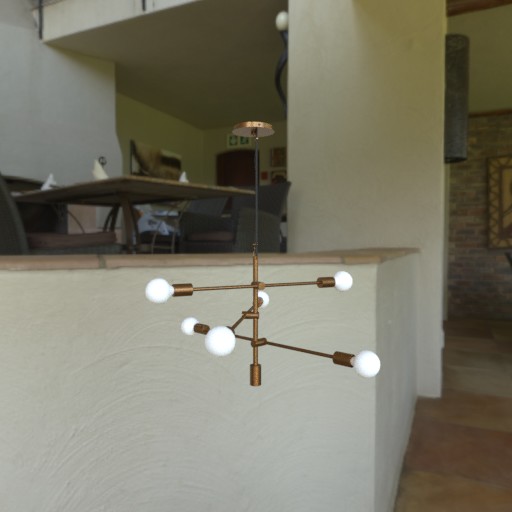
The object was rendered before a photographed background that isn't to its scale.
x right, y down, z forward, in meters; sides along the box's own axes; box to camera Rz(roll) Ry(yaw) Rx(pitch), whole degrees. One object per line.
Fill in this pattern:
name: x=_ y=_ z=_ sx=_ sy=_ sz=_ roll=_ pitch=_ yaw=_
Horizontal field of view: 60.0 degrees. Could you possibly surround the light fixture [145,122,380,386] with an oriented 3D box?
light fixture: x=0.000 y=0.000 z=1.285 sx=0.637 sy=0.744 sz=0.682 roll=-1 pitch=2 yaw=-17
